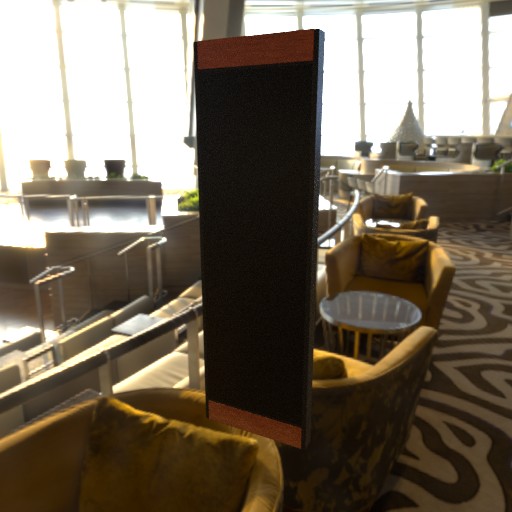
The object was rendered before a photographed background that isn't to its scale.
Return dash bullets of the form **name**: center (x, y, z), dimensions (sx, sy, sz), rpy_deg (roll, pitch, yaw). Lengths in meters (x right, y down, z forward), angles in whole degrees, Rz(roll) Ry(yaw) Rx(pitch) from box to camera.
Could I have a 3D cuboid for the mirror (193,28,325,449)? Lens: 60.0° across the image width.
- **mirror**: center (0.000, 0.000, 1.242), dimensions (0.343, 1.123, 0.047), rpy_deg (7, 17, 26)
